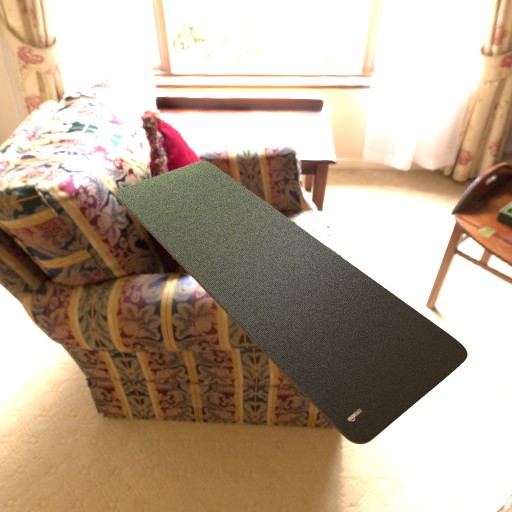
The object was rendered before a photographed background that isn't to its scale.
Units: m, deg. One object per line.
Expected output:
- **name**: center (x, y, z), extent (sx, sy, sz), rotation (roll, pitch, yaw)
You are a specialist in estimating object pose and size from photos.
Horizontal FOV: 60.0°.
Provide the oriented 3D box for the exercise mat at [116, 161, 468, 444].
- **exercise mat**: center (0.000, 0.000, 2.072), extent (0.616, 0.021, 1.869), rotation (-26, 47, -27)
